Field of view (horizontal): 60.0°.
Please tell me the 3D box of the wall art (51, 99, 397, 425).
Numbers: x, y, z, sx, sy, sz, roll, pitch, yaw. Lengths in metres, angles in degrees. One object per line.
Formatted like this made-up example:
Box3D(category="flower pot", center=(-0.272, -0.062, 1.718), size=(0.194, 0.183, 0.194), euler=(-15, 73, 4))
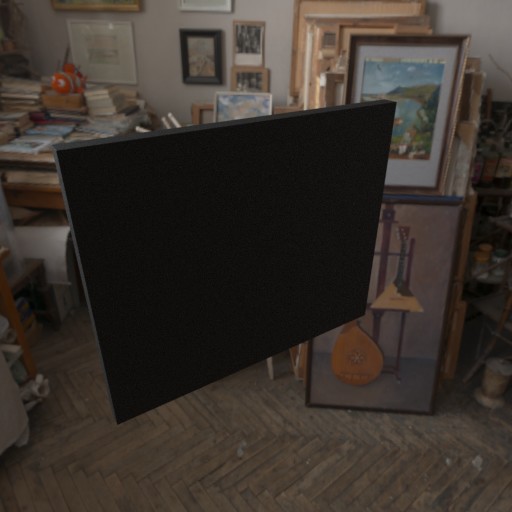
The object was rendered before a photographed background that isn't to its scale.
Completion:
Box3D(category="wall art", center=(0.000, 0.000, 0.758), size=(0.558, 0.457, 0.029), euler=(-17, 34, -28))
